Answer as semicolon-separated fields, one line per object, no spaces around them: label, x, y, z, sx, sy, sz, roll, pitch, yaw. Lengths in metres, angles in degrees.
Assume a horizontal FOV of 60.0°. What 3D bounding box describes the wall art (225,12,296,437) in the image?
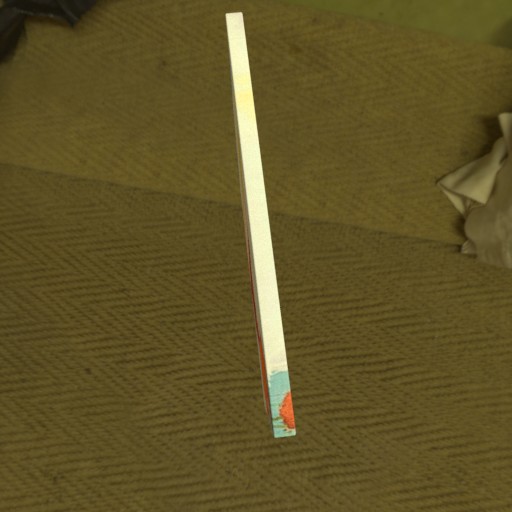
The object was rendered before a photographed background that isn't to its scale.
wall art;0.000;0.000;1.488;0.044;1.017;1.017;-6;75;-2
